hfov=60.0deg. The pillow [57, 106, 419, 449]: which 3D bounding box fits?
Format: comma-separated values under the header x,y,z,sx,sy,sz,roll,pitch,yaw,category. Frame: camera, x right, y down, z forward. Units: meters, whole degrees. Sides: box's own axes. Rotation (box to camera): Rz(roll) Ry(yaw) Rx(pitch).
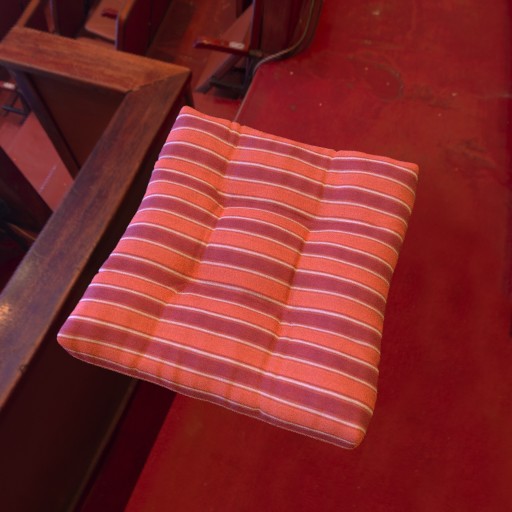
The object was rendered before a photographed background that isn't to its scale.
x,y,z,sx,sy,sz,roll,pitch,yaw,category
0.000,0.000,0.738,0.468,0.133,0.490,16,65,8,pillow
